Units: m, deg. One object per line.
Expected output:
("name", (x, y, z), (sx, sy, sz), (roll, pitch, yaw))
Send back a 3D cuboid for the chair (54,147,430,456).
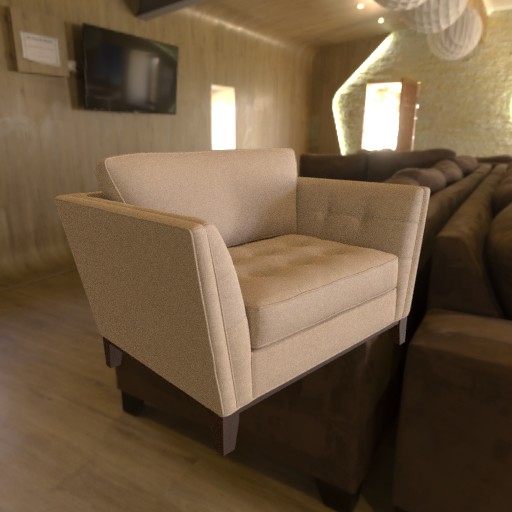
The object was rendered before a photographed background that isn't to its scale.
("chair", (0.000, 0.000, 2.035), (1.397, 0.940, 0.965), (-14, 21, -42))
